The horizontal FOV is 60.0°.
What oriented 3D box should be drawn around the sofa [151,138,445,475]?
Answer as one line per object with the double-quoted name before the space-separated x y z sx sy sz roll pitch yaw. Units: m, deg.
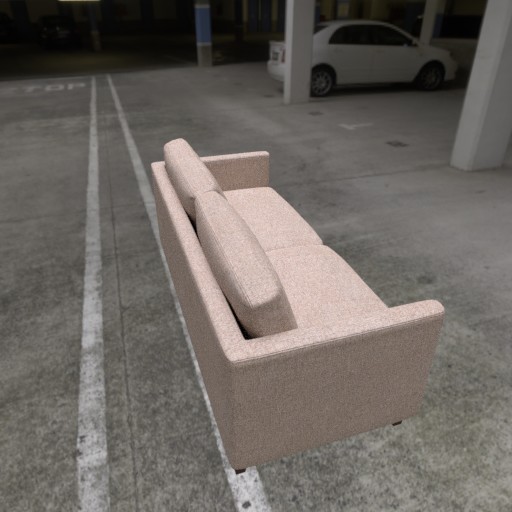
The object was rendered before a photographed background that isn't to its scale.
"sofa" 0.000 0.000 2.677 0.951 0.965 2.208 -10 32 -16
